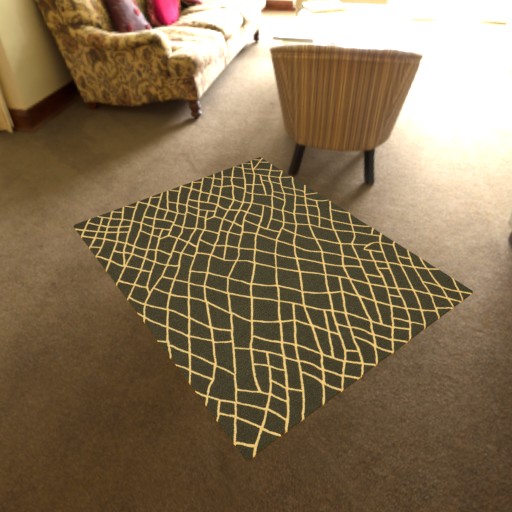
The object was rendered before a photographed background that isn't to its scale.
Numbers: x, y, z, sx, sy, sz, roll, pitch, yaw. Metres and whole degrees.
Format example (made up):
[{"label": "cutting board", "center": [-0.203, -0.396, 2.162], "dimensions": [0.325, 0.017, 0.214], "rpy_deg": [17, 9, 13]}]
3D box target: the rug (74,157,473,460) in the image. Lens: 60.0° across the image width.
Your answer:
[{"label": "rug", "center": [0.000, 0.000, 4.200], "dimensions": [2.439, 0.022, 3.047], "rpy_deg": [-26, 47, -27]}]
